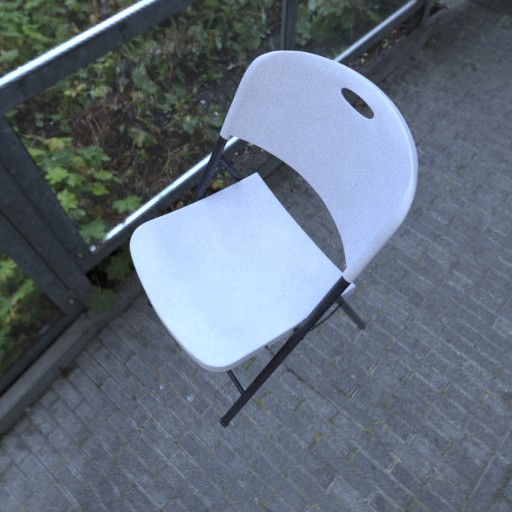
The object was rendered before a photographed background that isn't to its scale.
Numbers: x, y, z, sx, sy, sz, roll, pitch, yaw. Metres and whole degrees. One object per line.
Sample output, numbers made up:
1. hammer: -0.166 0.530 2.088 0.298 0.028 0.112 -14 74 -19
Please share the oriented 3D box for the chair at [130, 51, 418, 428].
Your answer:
1. chair: 0.000 0.000 1.129 0.566 0.810 0.494 -31 66 -16
